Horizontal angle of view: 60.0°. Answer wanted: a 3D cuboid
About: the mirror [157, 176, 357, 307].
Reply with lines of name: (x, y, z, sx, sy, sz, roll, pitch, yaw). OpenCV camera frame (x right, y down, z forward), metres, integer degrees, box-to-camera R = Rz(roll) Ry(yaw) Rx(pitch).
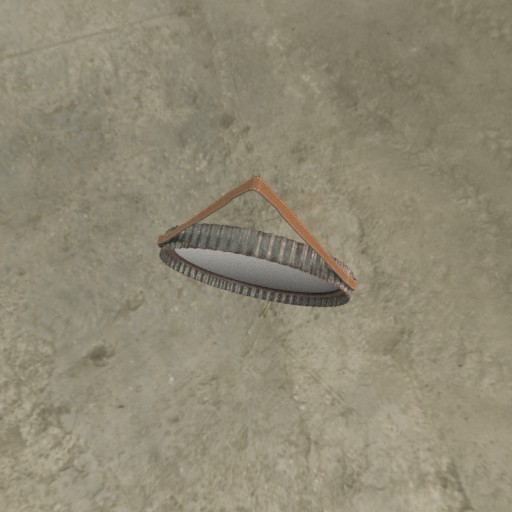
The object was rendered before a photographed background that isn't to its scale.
mirror: (0.000, 0.000, 0.722, 0.355, 0.568, 0.042, 12, 75, 3)
